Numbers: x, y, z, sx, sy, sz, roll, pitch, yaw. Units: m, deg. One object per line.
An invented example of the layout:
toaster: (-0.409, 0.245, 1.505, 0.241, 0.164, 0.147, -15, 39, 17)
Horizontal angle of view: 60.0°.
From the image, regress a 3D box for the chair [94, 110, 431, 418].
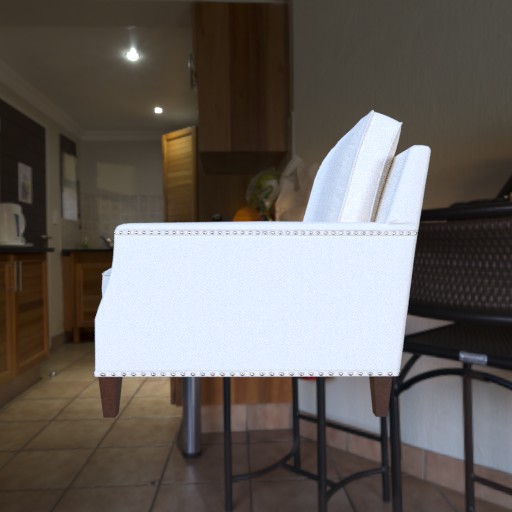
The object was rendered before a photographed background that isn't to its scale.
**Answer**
chair: (0.000, 0.000, 1.709, 1.014, 0.943, 0.853, 0, 1, 0)
